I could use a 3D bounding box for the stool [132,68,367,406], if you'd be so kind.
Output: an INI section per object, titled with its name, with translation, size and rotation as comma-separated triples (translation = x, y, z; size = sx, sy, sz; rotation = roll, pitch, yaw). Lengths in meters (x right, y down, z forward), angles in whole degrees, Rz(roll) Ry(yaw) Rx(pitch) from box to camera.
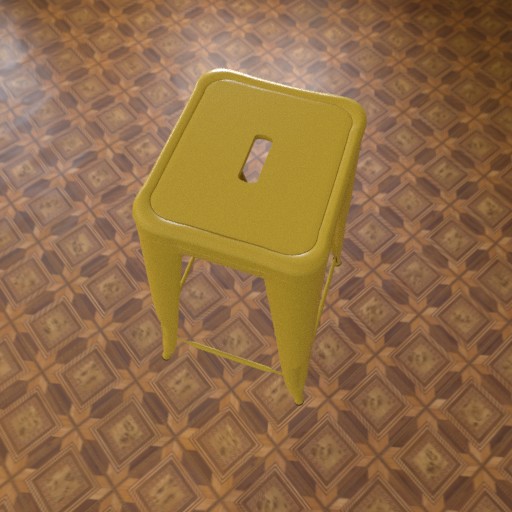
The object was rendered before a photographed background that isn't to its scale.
[stool]
translation = 0.000, 0.000, 0.862
size = 0.359, 0.609, 0.399
rotation = 16, 65, 8
